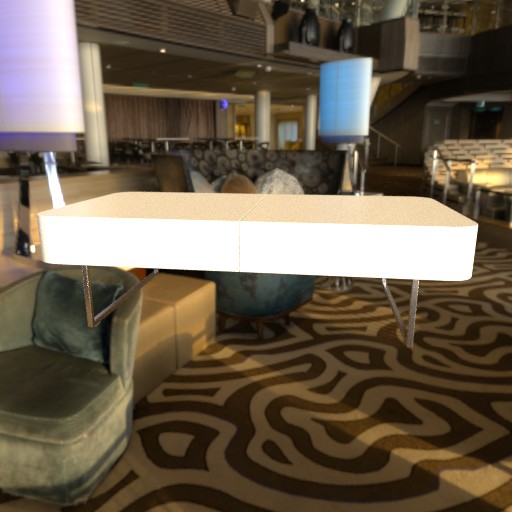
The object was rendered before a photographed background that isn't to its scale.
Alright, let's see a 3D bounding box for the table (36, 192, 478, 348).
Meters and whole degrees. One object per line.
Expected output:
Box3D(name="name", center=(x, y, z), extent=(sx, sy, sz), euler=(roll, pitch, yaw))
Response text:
Box3D(name="table", center=(0.000, 0.000, 1.473), extent=(1.200, 0.340, 0.600), euler=(2, 15, 8))
